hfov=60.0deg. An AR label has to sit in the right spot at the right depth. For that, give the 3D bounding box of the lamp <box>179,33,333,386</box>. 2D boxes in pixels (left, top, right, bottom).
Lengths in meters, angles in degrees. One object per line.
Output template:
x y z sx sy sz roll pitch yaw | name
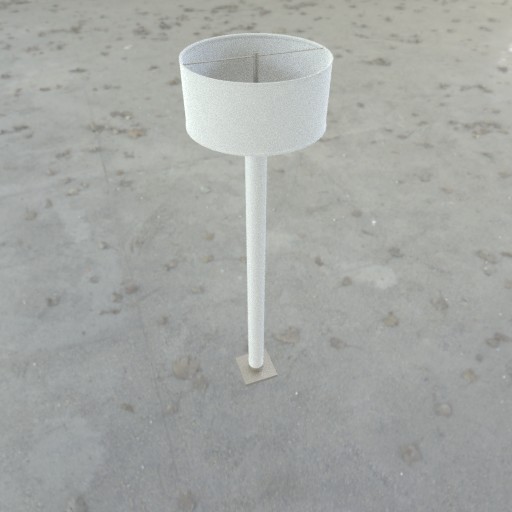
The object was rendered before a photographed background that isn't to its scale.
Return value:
0.000 0.000 1.688 0.420 1.475 0.420 -14 43 -15 | lamp
